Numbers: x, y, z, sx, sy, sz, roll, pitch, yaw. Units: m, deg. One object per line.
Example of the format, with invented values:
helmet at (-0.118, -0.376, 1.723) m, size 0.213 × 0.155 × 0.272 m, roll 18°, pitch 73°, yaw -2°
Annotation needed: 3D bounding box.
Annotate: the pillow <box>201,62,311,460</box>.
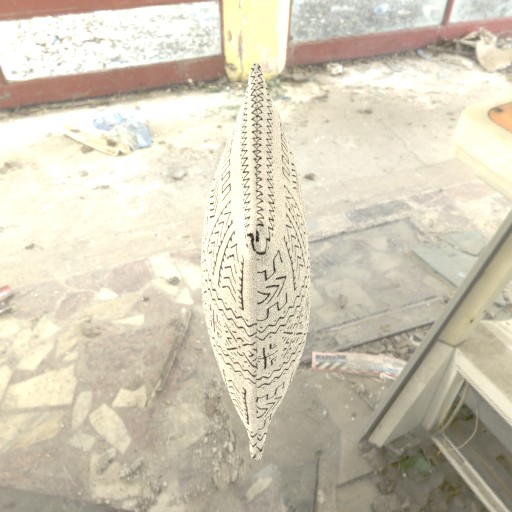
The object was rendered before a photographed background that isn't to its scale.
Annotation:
pillow at (0.000, 0.000, 0.673) m, size 0.164 × 0.430 × 0.438 m, roll 0°, pitch 42°, yaw 0°
